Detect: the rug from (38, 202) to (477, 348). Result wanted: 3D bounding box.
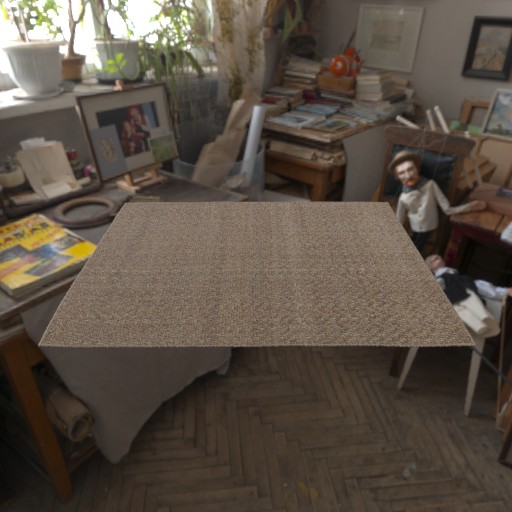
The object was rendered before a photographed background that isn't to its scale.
[{"bbox_3d":[0.000,0.000,4.070,3.048,0.013,2.439,0,31,0],"label":"rug"}]
